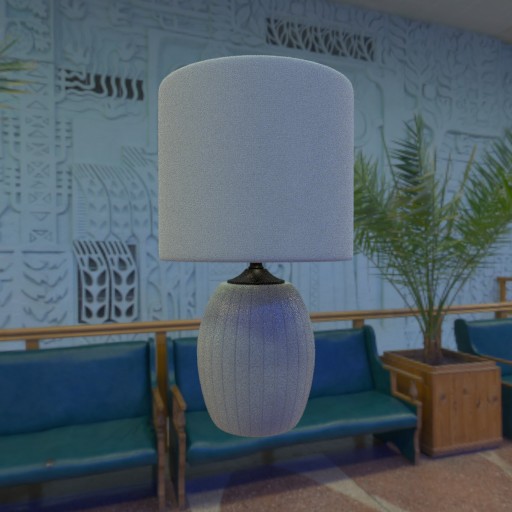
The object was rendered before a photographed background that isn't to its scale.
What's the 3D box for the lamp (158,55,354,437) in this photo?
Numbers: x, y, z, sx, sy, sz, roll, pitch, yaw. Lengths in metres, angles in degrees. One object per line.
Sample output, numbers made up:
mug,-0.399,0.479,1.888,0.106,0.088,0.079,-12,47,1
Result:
lamp,0.000,0.000,0.766,0.328,0.570,0.328,0,1,0
